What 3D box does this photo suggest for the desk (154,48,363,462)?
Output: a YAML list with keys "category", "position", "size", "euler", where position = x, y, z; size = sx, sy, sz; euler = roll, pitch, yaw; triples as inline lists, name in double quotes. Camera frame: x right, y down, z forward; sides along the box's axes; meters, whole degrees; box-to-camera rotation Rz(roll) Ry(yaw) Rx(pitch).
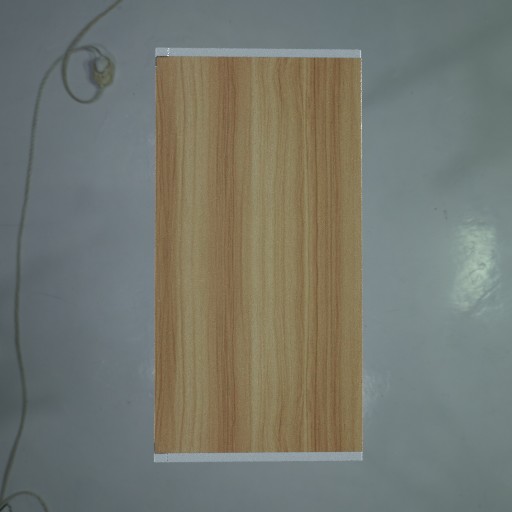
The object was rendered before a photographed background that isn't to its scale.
- category: "desk"
  position: [0.000, 0.000, 1.466]
  size: [0.508, 0.762, 1.016]
  euler: [0, 89, -1]
